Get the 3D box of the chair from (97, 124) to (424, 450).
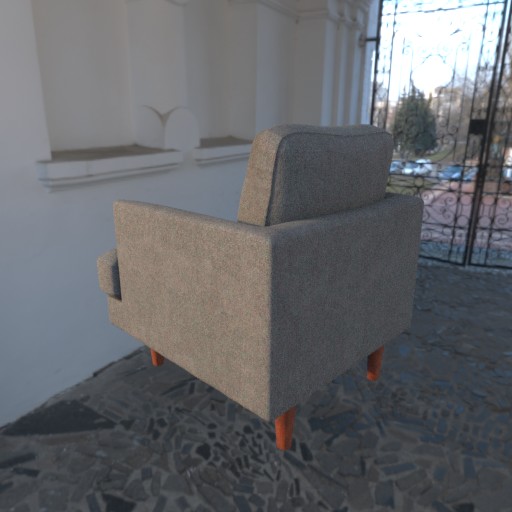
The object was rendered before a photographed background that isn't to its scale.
[{"bbox_3d":[0.000,0.000,1.664,0.899,0.957,0.858,16,23,42],"label":"chair"}]
